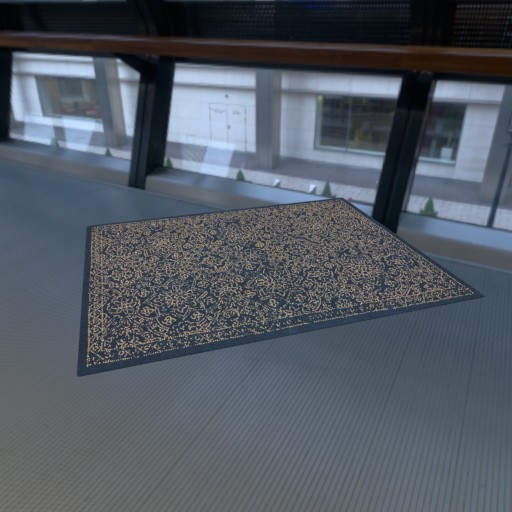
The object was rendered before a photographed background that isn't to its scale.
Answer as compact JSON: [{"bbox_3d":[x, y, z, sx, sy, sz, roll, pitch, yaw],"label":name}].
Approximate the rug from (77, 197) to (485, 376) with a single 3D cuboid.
[{"bbox_3d":[0.000,0.000,4.135,3.048,0.010,2.438,-8,28,-15],"label":"rug"}]
